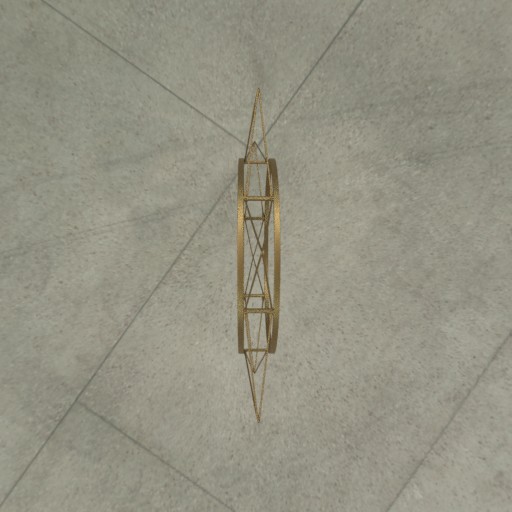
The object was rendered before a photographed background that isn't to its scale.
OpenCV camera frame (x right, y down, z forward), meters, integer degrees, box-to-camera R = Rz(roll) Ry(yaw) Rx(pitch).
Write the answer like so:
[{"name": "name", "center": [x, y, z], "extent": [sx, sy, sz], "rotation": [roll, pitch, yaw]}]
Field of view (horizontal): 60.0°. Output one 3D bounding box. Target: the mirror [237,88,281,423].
[{"name": "mirror", "center": [0.000, 0.000, 0.803], "extent": [0.062, 0.581, 0.498], "rotation": [0, 89, -1]}]
